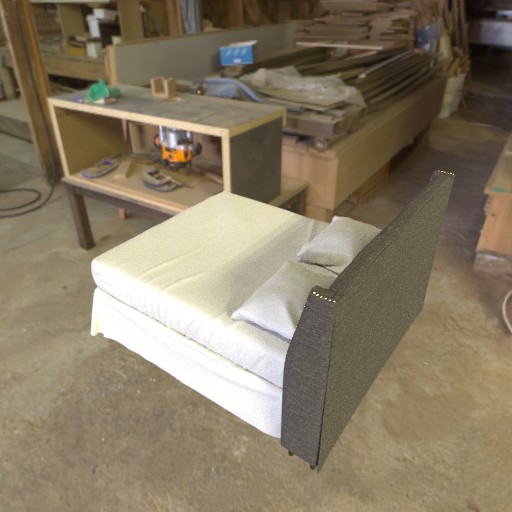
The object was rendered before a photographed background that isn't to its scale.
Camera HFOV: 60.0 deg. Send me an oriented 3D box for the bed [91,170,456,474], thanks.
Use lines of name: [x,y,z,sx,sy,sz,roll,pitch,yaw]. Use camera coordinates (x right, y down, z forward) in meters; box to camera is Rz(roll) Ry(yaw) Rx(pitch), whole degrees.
bed: [0.000,0.000,3.495,2.276,1.332,1.925,21,38,30]
